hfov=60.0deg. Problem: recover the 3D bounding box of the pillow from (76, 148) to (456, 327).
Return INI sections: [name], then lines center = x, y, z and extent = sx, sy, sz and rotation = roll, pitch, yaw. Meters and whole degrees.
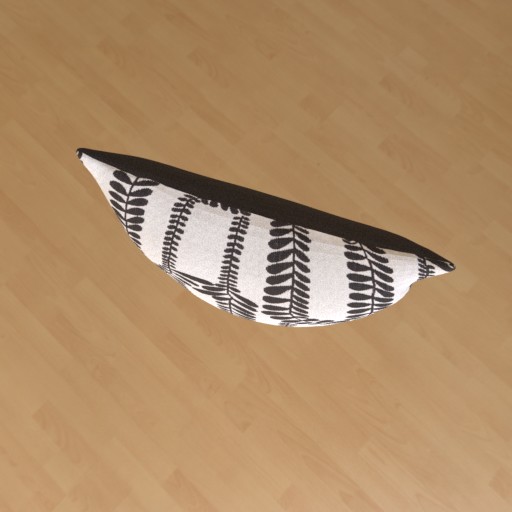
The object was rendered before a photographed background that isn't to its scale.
[pillow]
center = 0.000, 0.000, 0.682
extent = 0.440, 0.441, 0.182
rotation = 17, 77, 4
